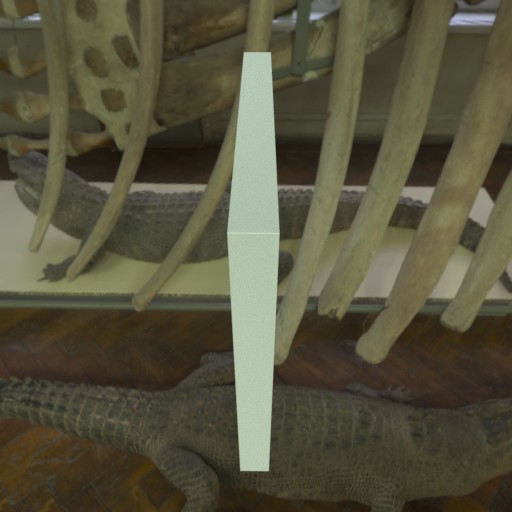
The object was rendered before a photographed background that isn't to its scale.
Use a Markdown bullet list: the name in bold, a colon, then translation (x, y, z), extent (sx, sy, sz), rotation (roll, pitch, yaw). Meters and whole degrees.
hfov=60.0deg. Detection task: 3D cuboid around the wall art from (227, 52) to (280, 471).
- **wall art**: translation (0.000, 0.000, 0.607), extent (0.038, 0.406, 0.406), rotation (0, 42, 0)
